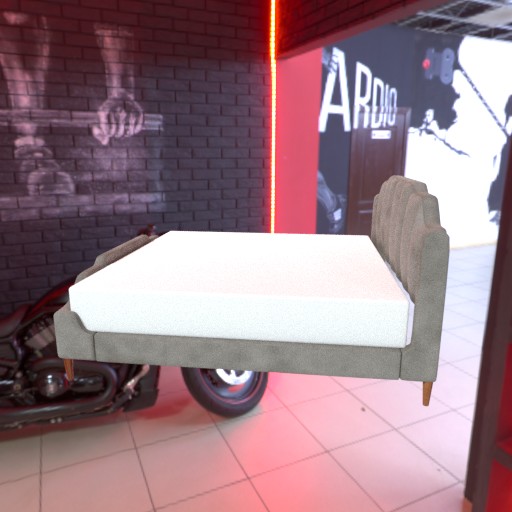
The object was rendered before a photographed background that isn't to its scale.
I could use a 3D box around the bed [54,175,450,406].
[{"bbox_3d":[0.000,0.000,3.550,2.340,1.245,2.074,2,14,7],"label":"bed"}]
